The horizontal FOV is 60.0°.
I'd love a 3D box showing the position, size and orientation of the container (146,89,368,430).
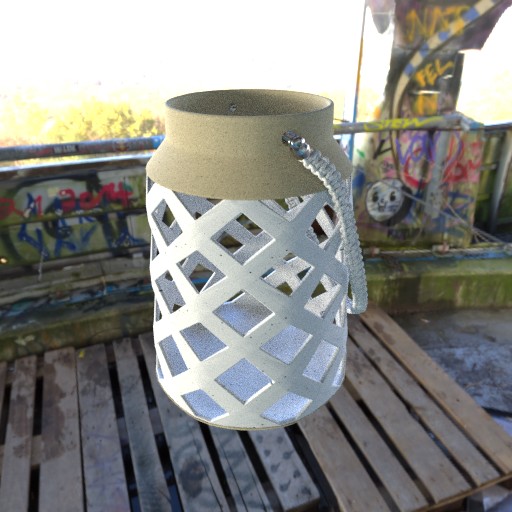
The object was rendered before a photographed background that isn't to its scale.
[{"bbox_3d":[0.000,0.000,0.393,0.198,0.264,0.188,-10,30,-17],"label":"container"}]
